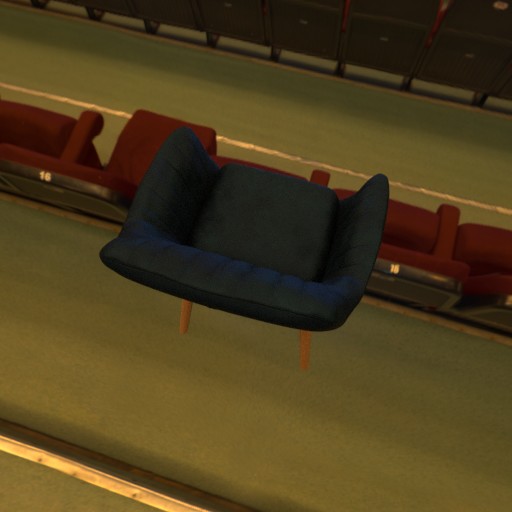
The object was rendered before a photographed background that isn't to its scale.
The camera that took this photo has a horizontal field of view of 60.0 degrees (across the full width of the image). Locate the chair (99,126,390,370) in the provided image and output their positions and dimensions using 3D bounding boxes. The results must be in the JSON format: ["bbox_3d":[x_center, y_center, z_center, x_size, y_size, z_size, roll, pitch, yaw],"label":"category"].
[{"bbox_3d":[0.000,0.000,1.207,0.578,0.826,0.573,15,65,7],"label":"chair"}]
